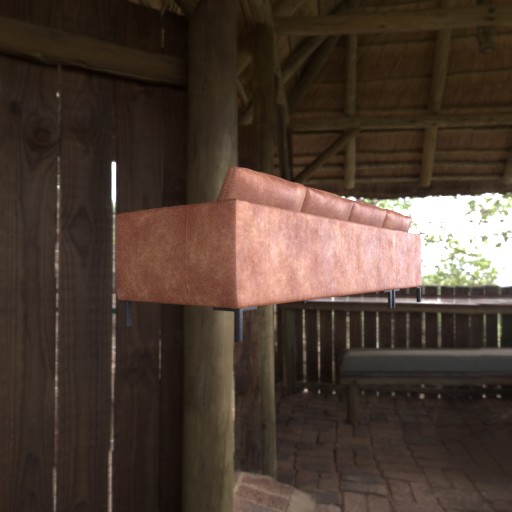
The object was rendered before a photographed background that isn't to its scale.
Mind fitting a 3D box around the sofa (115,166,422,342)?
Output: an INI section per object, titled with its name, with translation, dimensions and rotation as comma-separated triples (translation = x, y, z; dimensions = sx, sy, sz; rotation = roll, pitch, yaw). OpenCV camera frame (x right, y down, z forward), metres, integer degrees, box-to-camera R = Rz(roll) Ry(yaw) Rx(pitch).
[sofa]
translation = 0.000, 0.000, 3.754
dimensions = 1.938, 0.877, 2.984
rotation = -1, -2, 36
